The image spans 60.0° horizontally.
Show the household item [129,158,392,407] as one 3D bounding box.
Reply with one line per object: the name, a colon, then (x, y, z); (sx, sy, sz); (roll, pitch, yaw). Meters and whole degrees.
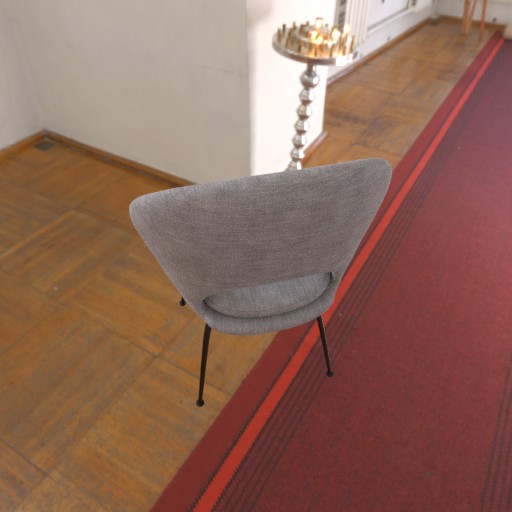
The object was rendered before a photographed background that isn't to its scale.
household item: (0.000, 0.000, 1.288); (0.643, 0.869, 0.587); (-10, 43, -11)
